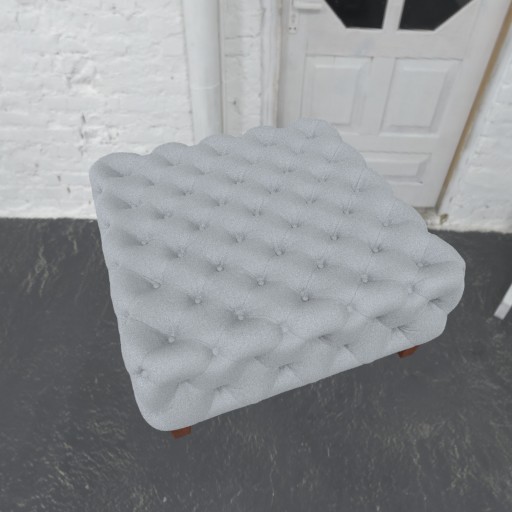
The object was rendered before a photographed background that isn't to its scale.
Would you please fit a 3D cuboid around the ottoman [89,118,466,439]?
[{"bbox_3d":[0.000,0.000,1.200,0.764,0.365,0.758,-15,47,-14],"label":"ottoman"}]
